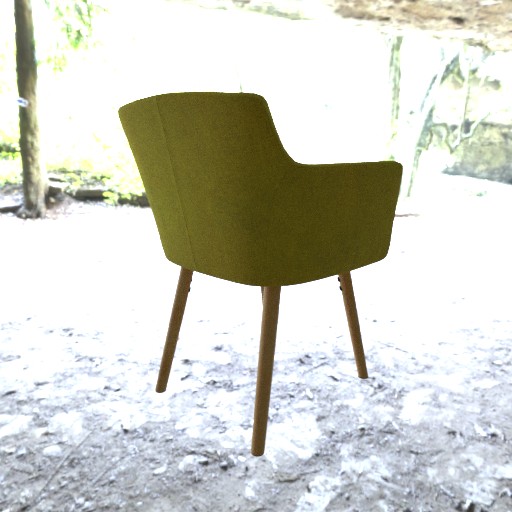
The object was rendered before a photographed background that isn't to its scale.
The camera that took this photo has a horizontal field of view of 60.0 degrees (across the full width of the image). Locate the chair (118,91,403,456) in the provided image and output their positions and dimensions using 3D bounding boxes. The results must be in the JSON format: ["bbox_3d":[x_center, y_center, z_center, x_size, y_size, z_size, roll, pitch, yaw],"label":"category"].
[{"bbox_3d":[0.000,0.000,1.173,0.570,0.780,0.570,14,20,42],"label":"chair"}]
